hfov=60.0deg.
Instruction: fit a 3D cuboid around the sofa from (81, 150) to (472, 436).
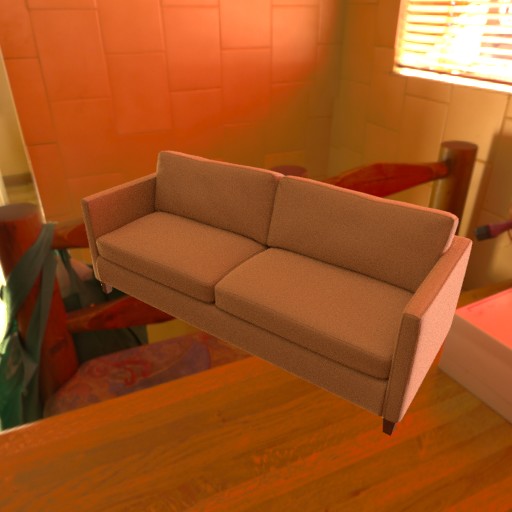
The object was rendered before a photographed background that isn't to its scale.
[{"bbox_3d":[0.000,0.000,2.887,2.361,0.968,0.951,19,34,31],"label":"sofa"}]
